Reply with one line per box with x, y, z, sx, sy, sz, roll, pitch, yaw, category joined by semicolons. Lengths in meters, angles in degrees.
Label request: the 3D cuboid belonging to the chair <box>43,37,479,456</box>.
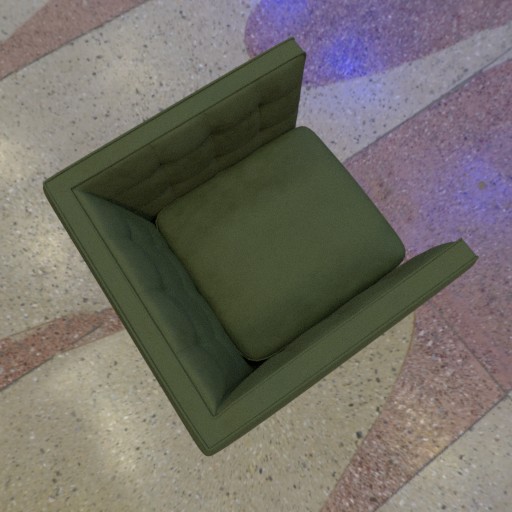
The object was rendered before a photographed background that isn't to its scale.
0.000;0.000;1.561;0.894;0.790;0.880;-34;78;-8;chair
